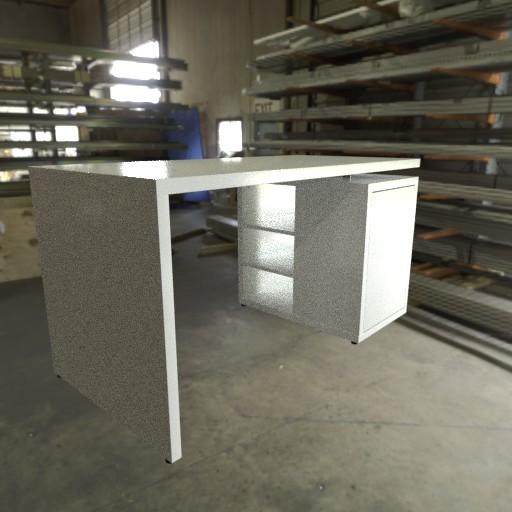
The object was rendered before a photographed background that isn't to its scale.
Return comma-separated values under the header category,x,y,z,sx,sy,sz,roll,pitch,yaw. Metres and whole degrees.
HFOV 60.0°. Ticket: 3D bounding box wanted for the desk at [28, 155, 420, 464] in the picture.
category,x,y,z,sx,sy,sz,roll,pitch,yaw
desk,0.000,0.000,1.781,0.690,0.740,1.400,13,20,41
